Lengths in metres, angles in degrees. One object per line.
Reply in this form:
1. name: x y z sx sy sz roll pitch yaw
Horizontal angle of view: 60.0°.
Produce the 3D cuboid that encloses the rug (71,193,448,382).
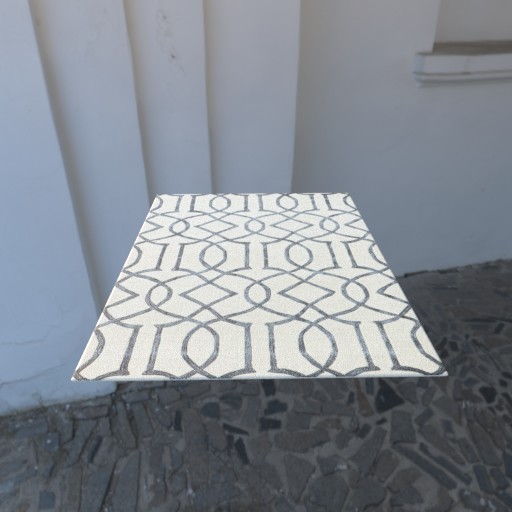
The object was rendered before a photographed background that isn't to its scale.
1. rug: 0.000 0.000 3.853 2.211 0.021 2.910 -1 29 -1
